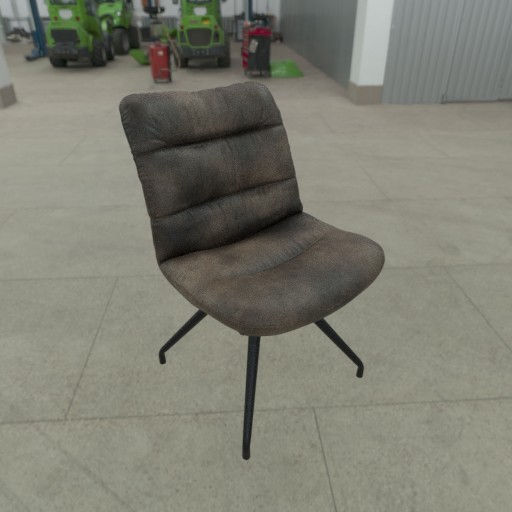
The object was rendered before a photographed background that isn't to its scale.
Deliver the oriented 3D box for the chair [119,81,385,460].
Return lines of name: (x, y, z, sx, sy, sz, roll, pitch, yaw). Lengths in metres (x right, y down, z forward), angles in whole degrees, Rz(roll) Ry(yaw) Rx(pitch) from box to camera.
chair: (0.000, 0.000, 1.294, 0.549, 0.870, 0.622, -22, 37, -33)
